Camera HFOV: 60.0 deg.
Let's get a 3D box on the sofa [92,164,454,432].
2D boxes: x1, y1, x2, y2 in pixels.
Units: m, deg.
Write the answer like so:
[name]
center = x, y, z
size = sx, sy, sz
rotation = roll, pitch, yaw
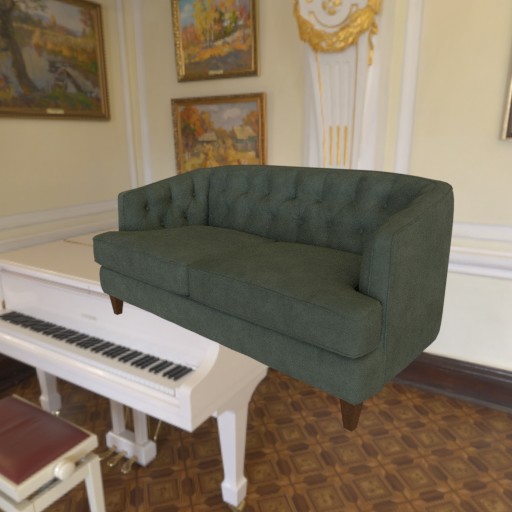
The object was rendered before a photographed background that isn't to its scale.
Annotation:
[sofa]
center = 0.000, 0.000, 2.253
size = 1.733, 0.855, 0.941
rotation = 13, 20, 41
